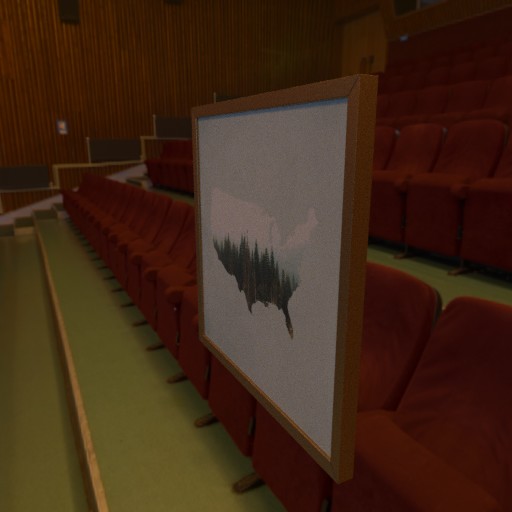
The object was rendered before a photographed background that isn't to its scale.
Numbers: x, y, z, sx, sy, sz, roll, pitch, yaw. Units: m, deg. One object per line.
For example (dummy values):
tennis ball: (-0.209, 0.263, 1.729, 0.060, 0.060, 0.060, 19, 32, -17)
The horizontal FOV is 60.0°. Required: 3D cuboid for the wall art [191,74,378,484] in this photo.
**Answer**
wall art: (0.000, 0.000, 1.122, 0.038, 0.762, 0.762, -7, 16, -27)
